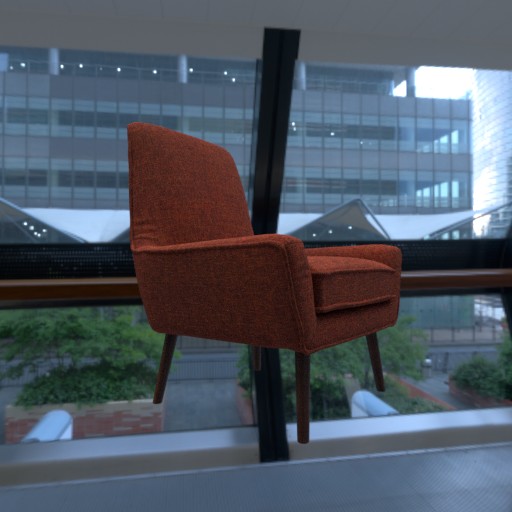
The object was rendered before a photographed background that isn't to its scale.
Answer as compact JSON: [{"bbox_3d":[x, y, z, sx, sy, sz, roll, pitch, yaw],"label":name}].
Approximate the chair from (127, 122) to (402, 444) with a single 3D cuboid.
[{"bbox_3d":[0.000,0.000,1.486,0.784,0.911,0.803,-1,-1,36],"label":"chair"}]
